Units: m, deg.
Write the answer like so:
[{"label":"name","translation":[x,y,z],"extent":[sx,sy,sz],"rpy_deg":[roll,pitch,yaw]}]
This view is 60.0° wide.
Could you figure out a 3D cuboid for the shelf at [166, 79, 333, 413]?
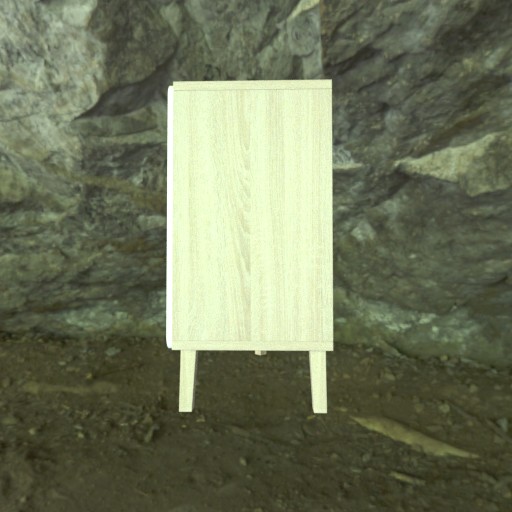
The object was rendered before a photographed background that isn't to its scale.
[{"label":"shelf","translation":[0.000,0.000,1.773],"extent":[0.400,0.780,1.490],"rpy_deg":[0,-2,2]}]
